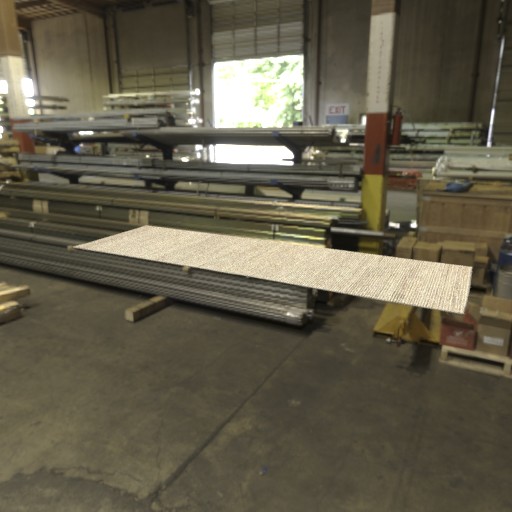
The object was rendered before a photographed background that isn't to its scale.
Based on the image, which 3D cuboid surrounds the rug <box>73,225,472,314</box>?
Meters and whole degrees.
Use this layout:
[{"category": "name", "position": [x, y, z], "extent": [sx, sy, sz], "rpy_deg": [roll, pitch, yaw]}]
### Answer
[{"category": "rug", "position": [0.000, 0.000, 2.724], "extent": [2.390, 0.014, 0.741], "rpy_deg": [8, 18, 27]}]
